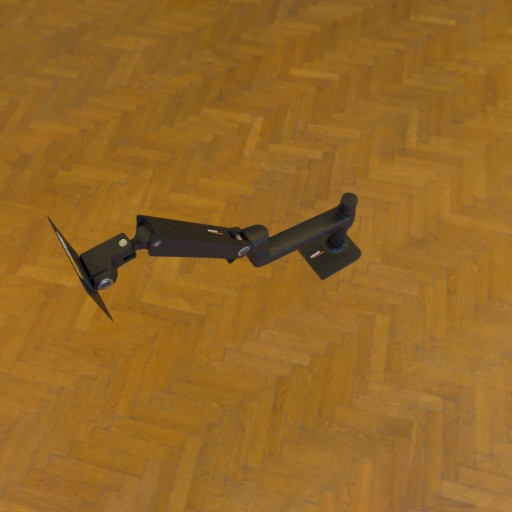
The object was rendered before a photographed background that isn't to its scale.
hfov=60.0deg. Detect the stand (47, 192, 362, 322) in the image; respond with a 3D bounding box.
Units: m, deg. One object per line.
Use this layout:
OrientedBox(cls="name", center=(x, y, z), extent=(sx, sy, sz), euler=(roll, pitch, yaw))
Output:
OrientedBox(cls="stand", center=(0.000, 0.000, 1.030), extent=(0.650, 0.713, 0.152), euler=(-30, 67, -15))
